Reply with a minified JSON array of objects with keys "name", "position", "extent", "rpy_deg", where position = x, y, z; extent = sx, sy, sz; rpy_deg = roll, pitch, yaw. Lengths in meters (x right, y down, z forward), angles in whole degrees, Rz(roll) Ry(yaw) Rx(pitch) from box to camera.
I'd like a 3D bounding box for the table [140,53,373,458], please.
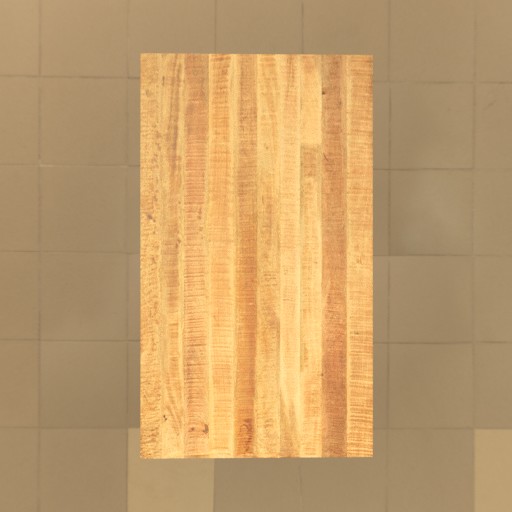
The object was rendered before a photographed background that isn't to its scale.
[{"name":"table","position":[0.000,0.000,1.676],"extent":[0.760,0.455,1.320],"rpy_deg":[0,90,-1]}]
